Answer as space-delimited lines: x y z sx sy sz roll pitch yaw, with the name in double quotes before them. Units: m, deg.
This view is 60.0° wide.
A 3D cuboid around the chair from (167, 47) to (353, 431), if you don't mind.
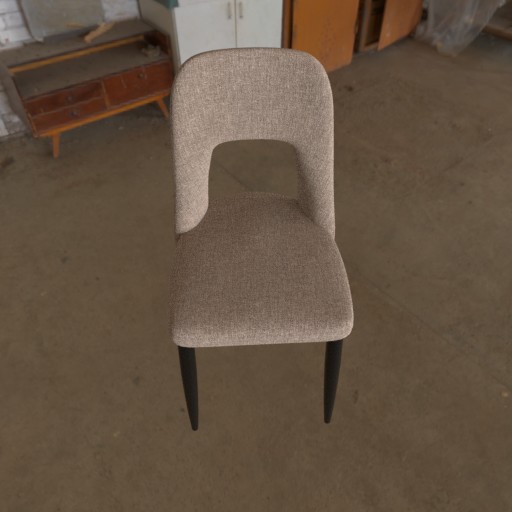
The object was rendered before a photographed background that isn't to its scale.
"chair" 0.000 0.000 1.258 0.470 0.931 0.612 -2 47 -2
